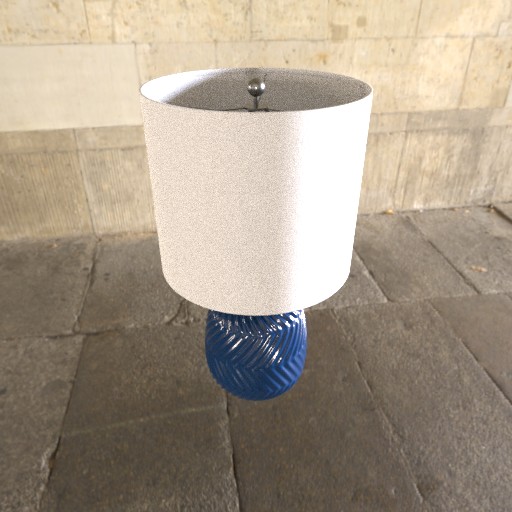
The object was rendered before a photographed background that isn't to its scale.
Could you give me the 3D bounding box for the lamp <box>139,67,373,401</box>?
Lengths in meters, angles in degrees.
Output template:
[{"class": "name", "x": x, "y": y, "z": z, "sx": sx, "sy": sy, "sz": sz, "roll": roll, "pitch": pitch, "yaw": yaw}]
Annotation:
[{"class": "lamp", "x": 0.000, "y": 0.000, "z": 0.487, "sx": 0.203, "sy": 0.368, "sz": 0.203, "roll": 21, "pitch": 37, "yaw": 30}]
